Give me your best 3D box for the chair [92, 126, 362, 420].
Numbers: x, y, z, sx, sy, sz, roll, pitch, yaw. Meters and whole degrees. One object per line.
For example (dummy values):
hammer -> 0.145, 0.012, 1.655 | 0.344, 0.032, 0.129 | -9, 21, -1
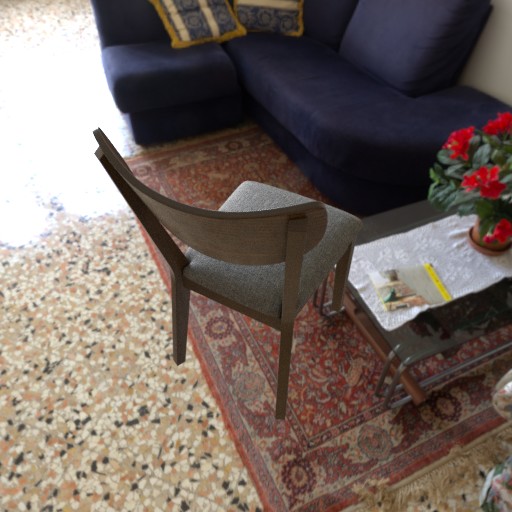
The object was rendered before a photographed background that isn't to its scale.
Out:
chair -> 0.000, 0.000, 1.199 | 0.491, 0.849, 0.583 | 22, 50, 20
